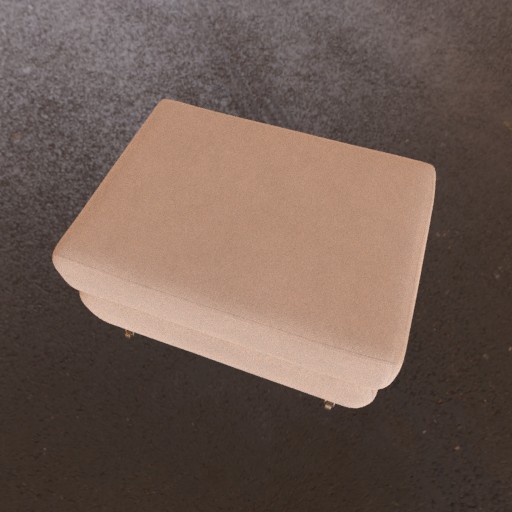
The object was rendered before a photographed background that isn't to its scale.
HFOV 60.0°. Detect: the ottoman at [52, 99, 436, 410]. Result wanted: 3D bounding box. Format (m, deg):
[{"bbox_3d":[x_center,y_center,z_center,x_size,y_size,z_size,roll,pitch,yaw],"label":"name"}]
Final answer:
[{"bbox_3d":[0.000,0.000,1.180,0.773,0.499,0.569,17,60,10],"label":"ottoman"}]
